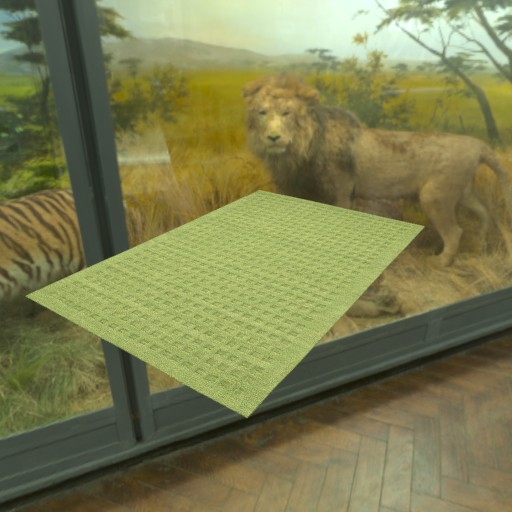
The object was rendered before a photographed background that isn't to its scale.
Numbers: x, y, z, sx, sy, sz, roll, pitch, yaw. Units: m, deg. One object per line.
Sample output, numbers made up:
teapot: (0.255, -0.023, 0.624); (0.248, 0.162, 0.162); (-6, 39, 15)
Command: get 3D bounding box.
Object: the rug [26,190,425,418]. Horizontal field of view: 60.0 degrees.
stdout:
rug: (0.000, 0.000, 2.914); (1.529, 0.007, 2.297); (17, 31, 31)
